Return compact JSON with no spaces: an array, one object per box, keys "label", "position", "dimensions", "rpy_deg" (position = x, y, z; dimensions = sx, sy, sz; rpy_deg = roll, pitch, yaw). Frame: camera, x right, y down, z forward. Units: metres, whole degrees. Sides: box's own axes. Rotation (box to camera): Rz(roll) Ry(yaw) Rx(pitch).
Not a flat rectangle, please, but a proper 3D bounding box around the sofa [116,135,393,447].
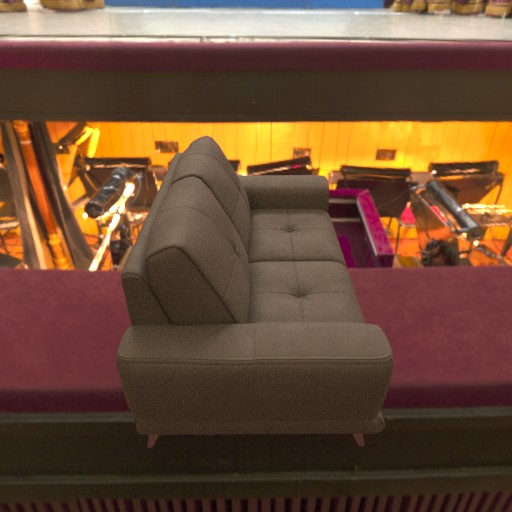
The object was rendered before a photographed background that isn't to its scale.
[{"label":"sofa","position":[0.000,0.000,2.349],"dimensions":[1.018,0.907,1.806],"rpy_deg":[0,32,0]}]
